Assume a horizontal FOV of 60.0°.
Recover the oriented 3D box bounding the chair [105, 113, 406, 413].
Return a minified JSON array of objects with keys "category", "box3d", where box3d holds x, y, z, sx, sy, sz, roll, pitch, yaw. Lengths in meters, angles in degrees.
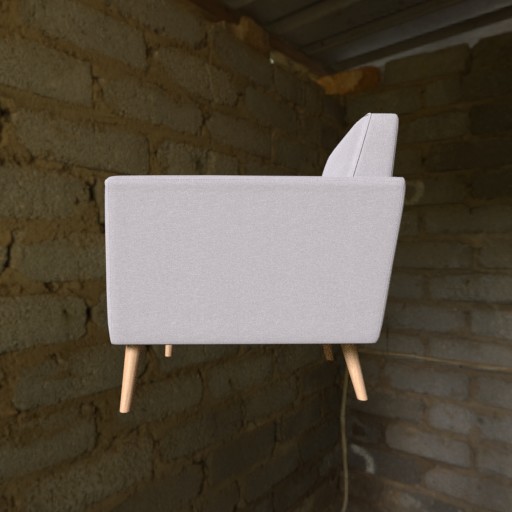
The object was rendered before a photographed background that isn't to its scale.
[{"category":"chair","box3d":[0.000,0.000,1.434,0.750,0.780,0.780,0,0,-1]}]
